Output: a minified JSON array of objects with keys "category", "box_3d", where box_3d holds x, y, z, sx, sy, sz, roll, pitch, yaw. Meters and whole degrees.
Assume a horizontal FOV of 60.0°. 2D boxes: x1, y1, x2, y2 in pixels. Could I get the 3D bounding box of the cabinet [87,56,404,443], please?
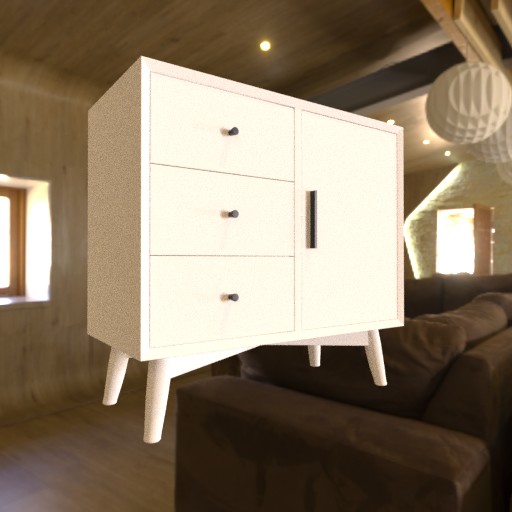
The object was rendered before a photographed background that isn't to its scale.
[{"category":"cabinet","box_3d":[0.000,0.000,1.228,0.800,0.761,0.398,0,-1,-35]}]
